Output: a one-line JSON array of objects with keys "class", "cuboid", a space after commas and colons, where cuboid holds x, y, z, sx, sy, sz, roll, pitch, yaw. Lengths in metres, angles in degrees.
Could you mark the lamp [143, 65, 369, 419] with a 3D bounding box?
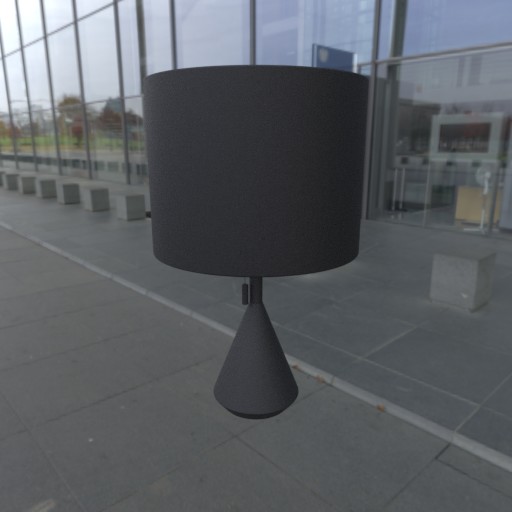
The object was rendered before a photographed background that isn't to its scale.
[{"class": "lamp", "cuboid": [0.000, 0.000, 0.797, 0.359, 0.584, 0.359, -8, 16, -27]}]
